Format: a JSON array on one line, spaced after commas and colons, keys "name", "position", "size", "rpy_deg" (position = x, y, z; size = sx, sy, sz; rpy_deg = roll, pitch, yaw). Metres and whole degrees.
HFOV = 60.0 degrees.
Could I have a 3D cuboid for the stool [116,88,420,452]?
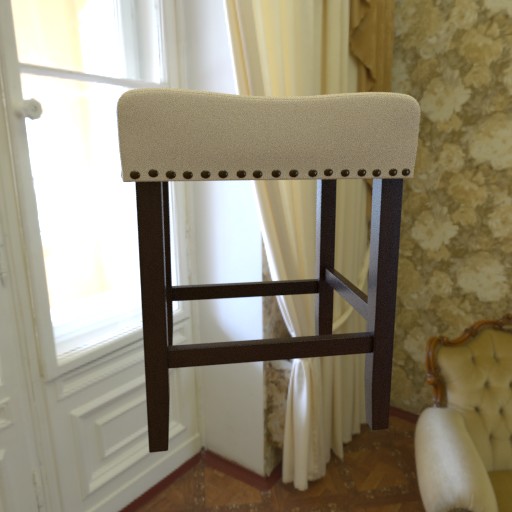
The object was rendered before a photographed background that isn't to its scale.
[{"name": "stool", "position": [0.000, 0.000, 0.916], "size": [0.471, 0.609, 0.401], "rpy_deg": [-2, 14, -9]}]
